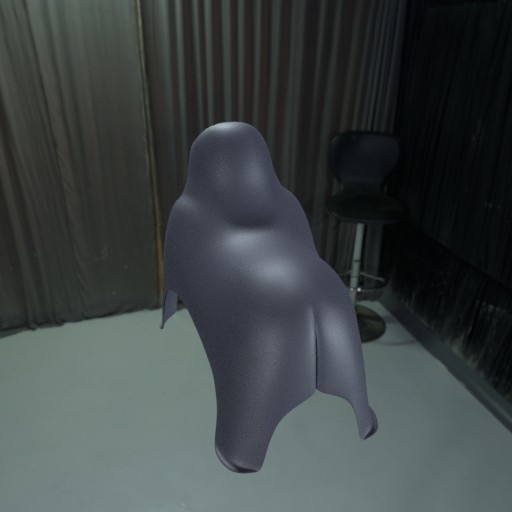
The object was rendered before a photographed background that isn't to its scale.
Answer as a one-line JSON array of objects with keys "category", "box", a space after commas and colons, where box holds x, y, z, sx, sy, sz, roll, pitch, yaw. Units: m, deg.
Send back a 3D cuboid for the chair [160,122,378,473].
[{"category": "chair", "box": [0.000, 0.000, 1.130, 0.490, 0.600, 0.758, -8, 27, -17]}]
